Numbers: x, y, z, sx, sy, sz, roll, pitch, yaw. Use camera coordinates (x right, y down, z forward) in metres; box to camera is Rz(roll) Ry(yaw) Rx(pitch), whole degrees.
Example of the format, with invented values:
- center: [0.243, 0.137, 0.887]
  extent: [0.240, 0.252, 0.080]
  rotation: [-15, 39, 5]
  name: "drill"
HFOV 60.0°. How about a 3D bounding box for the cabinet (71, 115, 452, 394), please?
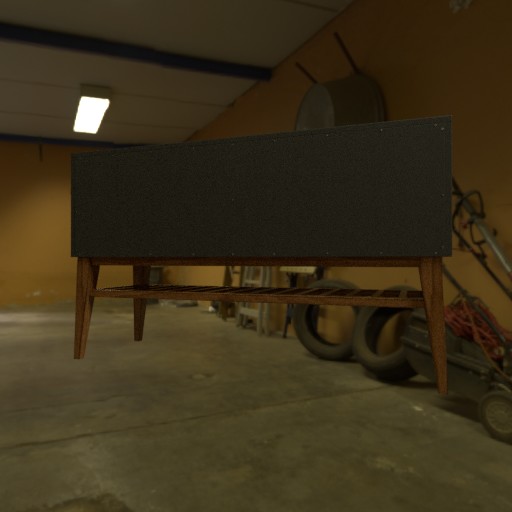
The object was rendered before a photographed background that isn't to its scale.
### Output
- center: [0.000, 0.000, 1.722]
  extent: [1.363, 0.802, 0.477]
  rotation: [0, 0, 20]
  name: "cabinet"
